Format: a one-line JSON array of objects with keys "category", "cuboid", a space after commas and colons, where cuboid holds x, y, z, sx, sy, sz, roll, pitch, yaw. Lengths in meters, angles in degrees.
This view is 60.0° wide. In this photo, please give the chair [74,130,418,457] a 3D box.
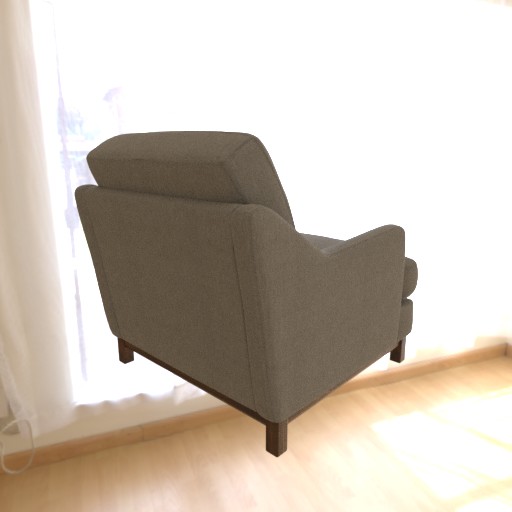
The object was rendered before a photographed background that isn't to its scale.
[{"category": "chair", "cuboid": [0.000, 0.000, 1.538, 0.826, 0.821, 0.892, 13, 19, 41]}]
